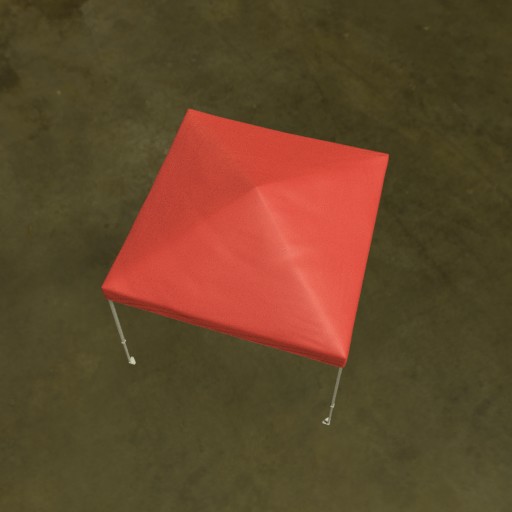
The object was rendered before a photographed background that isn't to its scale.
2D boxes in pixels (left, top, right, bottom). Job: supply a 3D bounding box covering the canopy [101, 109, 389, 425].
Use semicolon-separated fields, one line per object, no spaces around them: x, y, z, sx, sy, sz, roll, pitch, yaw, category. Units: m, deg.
0.000;0.000;5.321;2.849;2.849;2.848;15;65;7;canopy
